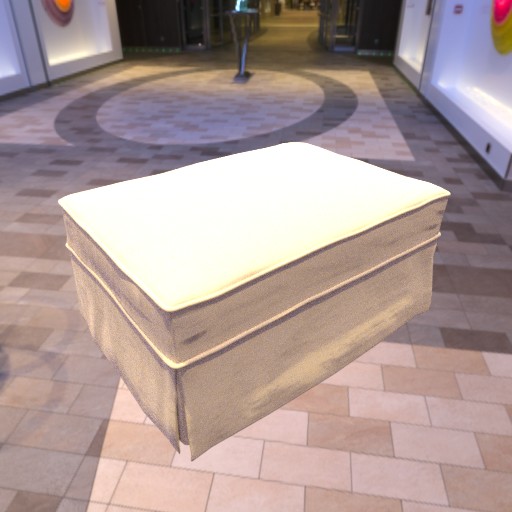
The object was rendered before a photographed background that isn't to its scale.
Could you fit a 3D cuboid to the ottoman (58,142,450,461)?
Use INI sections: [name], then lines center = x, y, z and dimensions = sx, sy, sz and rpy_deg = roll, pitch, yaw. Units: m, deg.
[ottoman]
center = 0.000, 0.000, 1.328
dimensions = 0.944, 0.479, 0.703
rpy_deg = -22, 37, -32
